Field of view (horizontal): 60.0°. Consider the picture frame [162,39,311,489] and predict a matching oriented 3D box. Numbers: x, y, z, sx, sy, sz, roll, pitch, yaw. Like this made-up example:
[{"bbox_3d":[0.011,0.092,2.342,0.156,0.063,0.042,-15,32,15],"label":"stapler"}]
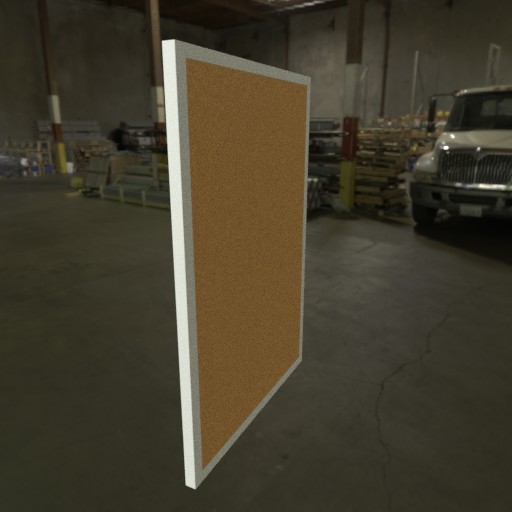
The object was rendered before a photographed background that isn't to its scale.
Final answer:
[{"bbox_3d":[0.000,0.000,0.542,0.013,0.434,0.305,8,18,26],"label":"picture frame"}]
